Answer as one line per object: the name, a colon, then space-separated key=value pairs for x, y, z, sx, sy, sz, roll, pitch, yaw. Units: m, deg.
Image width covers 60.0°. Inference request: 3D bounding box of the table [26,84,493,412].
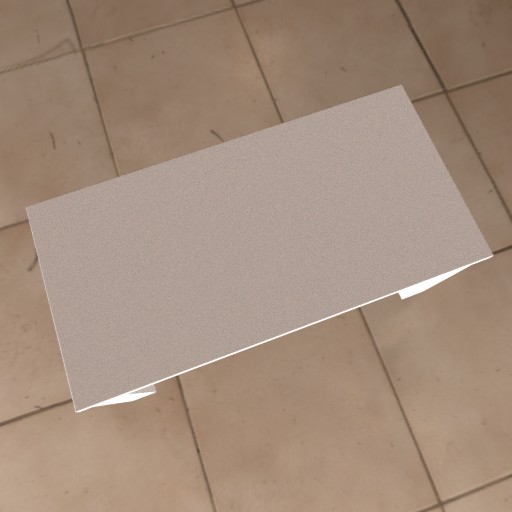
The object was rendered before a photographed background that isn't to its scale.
table: x=0.000 y=0.000 z=2.273 sx=1.800 sy=0.790 sz=0.900 roll=-20 pitch=75 yaw=-5
